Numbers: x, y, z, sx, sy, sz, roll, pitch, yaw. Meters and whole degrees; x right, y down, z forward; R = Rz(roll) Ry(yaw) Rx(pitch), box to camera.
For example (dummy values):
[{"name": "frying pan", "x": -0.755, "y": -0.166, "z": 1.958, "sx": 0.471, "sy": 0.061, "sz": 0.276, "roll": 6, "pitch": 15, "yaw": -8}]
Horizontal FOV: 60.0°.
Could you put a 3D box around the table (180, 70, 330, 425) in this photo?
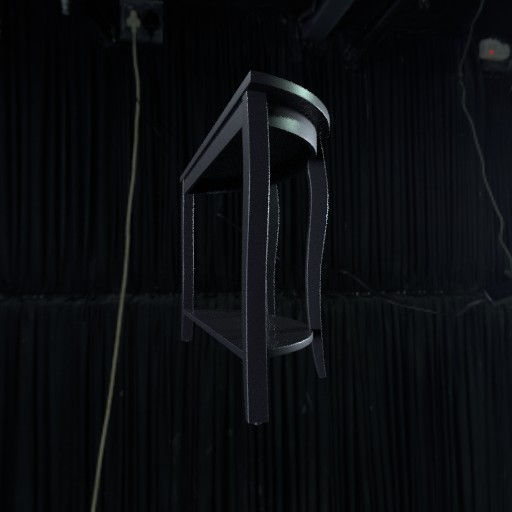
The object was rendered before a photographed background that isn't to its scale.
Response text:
[{"name": "table", "x": 0.000, "y": 0.000, "z": 1.597, "sx": 0.394, "sy": 0.780, "sz": 1.219, "roll": 0, "pitch": -1, "yaw": -17}]
